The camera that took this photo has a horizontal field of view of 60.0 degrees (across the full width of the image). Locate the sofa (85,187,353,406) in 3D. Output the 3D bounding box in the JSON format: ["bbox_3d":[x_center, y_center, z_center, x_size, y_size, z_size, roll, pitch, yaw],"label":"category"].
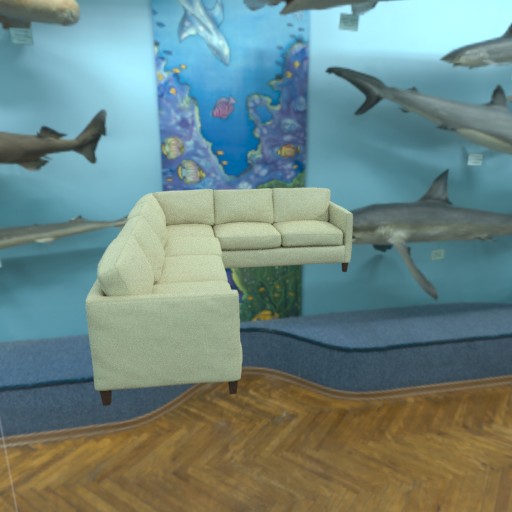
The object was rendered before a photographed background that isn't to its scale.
[{"bbox_3d":[0.000,0.000,4.356,2.593,0.947,3.302,-3,16,-9],"label":"sofa"}]
